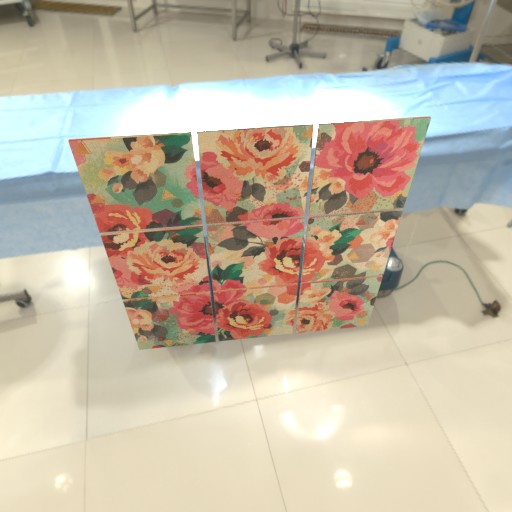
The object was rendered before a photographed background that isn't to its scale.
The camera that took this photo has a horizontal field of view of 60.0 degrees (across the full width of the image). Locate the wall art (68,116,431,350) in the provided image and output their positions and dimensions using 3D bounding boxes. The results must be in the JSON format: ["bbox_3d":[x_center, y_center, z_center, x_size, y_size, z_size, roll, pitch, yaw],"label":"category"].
[{"bbox_3d":[0.000,0.000,1.914,1.216,1.220,0.013,-5,46,-5],"label":"wall art"}]
